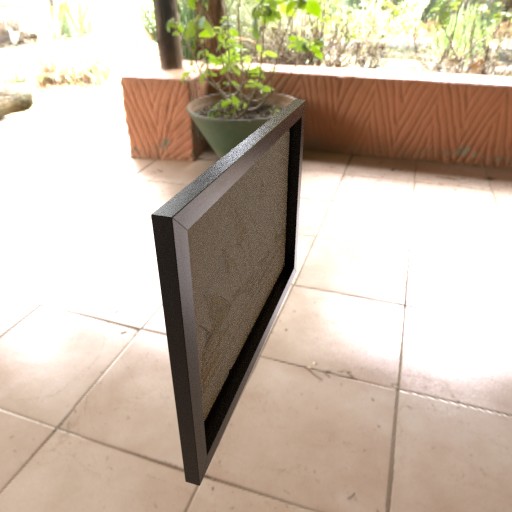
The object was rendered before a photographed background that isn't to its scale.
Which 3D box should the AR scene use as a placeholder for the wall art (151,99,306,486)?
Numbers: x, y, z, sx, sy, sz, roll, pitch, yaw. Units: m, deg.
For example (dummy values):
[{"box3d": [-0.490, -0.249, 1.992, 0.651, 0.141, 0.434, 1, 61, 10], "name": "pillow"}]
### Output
[{"box3d": [0.000, 0.000, 0.847, 0.027, 0.458, 0.657, 9, 31, 15], "name": "wall art"}]
